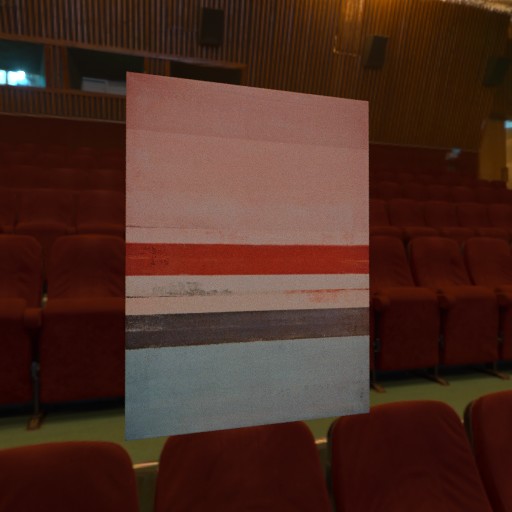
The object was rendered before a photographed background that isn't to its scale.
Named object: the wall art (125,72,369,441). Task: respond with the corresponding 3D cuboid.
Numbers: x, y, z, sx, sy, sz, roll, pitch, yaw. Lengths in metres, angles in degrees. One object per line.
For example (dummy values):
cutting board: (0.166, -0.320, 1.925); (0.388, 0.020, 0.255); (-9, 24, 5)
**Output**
wall art: (0.000, 0.000, 1.351); (0.761, 1.016, 0.039); (0, -1, -17)
